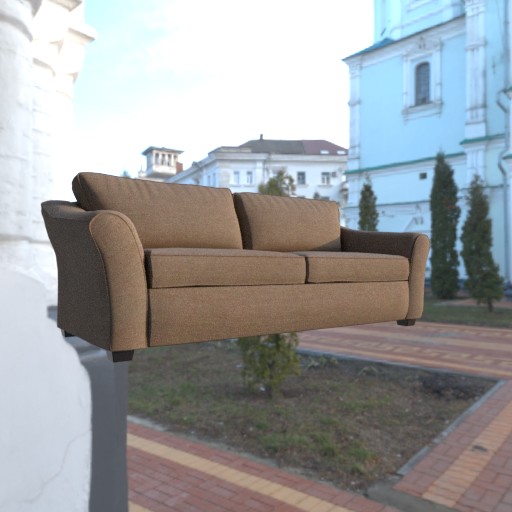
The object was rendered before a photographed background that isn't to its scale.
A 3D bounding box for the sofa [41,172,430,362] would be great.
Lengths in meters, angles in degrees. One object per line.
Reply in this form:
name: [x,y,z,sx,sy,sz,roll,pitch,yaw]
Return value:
sofa: [0.000,0.000,2.703,2.270,0.906,0.986,1,-2,-35]
